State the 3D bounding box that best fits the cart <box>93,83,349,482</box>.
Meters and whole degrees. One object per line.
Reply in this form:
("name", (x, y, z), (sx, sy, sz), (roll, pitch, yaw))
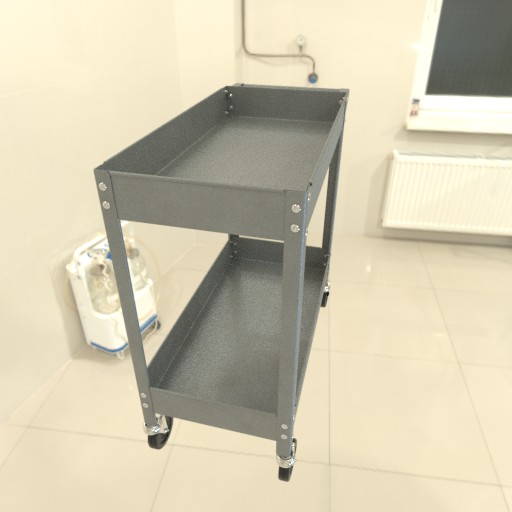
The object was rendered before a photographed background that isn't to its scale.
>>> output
("cart", (0.000, 0.000, 1.150), (0.366, 0.719, 0.779), (8, 33, 12))
